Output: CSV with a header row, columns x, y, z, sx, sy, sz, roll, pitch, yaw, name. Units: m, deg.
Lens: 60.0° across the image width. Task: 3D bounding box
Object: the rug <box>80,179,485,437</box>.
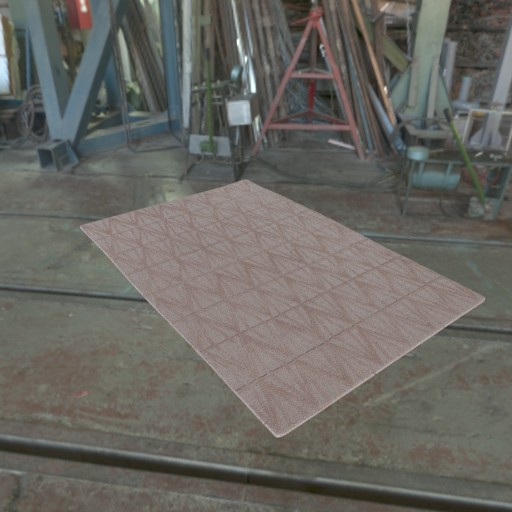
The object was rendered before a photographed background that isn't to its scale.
x,y,z,sx,sy,sz,roll,pitch,yaw,name
0.000,0.000,2.301,1.230,0.025,1.837,-21,36,-31,rug
